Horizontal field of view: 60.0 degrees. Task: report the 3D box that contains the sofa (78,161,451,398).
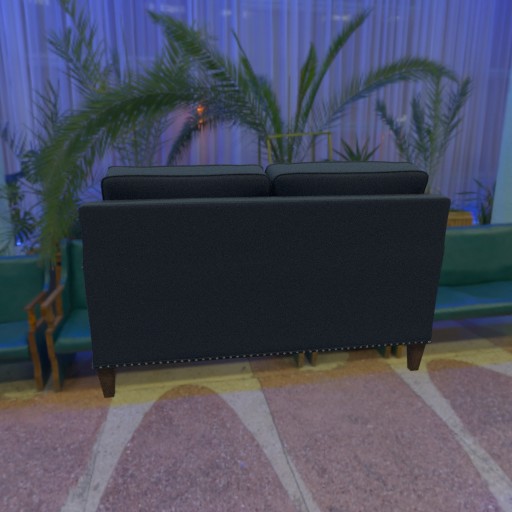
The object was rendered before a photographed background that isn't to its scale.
[{"bbox_3d":[0.000,0.000,2.338,1.597,1.003,1.084,-2,15,-9],"label":"sofa"}]
